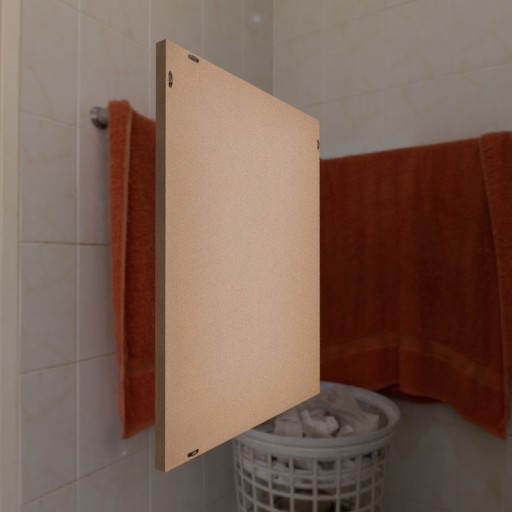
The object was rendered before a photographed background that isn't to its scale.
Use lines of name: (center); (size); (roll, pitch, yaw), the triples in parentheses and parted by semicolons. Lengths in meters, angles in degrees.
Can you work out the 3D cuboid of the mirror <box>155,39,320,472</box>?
mirror: (0.000, 0.000, 1.355); (0.040, 1.016, 0.762); (0, -1, 36)
